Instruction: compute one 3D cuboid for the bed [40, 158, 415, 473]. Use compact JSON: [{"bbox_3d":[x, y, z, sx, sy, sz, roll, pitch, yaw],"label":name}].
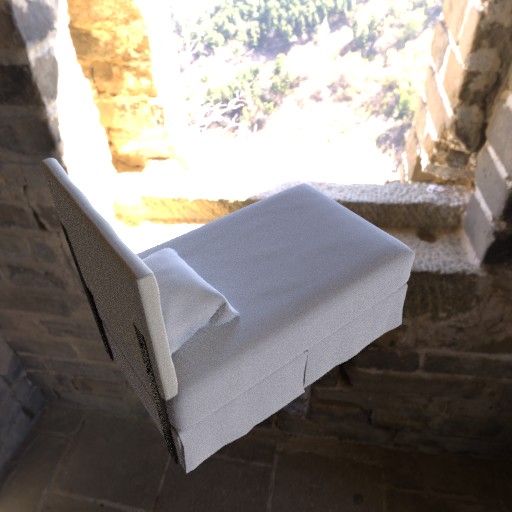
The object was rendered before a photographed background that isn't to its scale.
[{"bbox_3d":[0.000,0.000,2.910,1.997,1.571,1.261,-27,47,-27],"label":"bed"}]
